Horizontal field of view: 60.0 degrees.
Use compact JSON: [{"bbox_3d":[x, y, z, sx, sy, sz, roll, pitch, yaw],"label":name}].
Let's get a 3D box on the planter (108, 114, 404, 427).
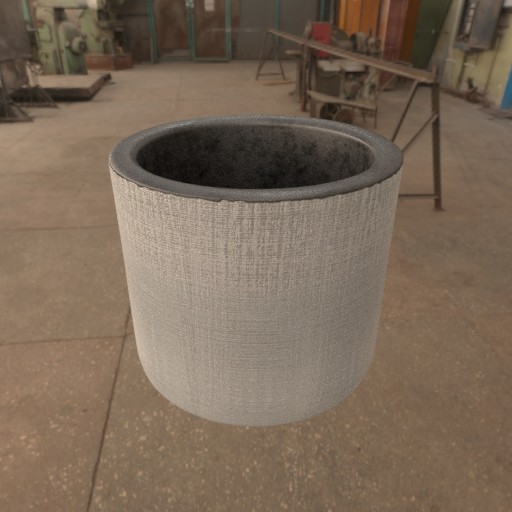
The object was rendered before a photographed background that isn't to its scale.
[{"bbox_3d":[0.000,0.000,0.219,0.125,0.112,0.125,0,29,0],"label":"planter"}]
